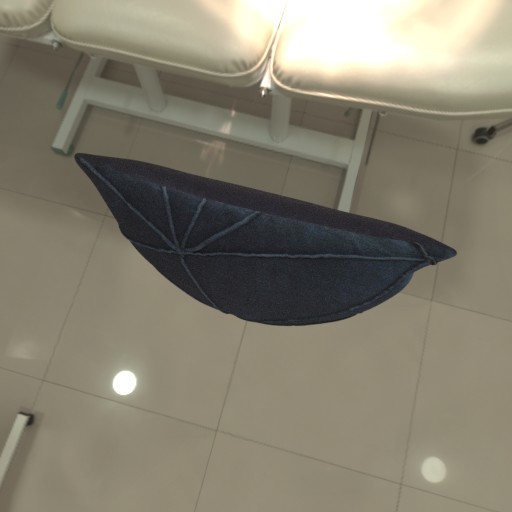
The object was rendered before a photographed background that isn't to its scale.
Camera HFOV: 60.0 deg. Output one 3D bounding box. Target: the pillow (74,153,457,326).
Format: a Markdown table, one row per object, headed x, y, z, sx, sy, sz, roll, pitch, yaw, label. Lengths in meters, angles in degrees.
| x | y | z | sx | sy | sz | roll | pitch | yaw | label |
| --- | --- | --- | --- | --- | --- | --- | --- | --- | --- |
| 0.000 | 0.000 | 0.683 | 0.439 | 0.440 | 0.183 | 14 | 75 | 4 | pillow |
